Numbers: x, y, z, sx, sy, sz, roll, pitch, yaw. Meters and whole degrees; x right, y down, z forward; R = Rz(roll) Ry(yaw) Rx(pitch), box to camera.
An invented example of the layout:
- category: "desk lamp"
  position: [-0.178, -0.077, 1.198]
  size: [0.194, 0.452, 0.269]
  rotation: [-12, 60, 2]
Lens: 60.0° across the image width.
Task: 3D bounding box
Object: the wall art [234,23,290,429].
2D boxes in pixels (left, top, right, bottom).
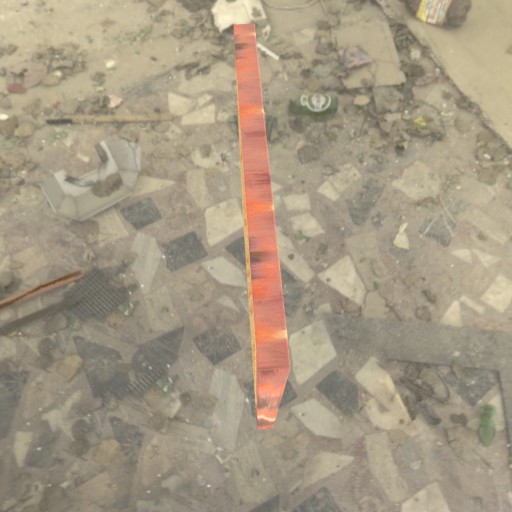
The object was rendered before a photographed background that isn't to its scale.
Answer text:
- category: "wall art"
  position: [0.000, 0.000, 0.908]
  size: [0.037, 0.609, 0.603]
  rotation: [-4, 63, -2]
